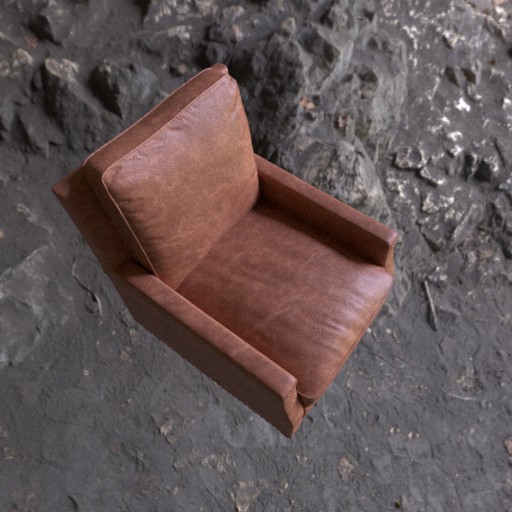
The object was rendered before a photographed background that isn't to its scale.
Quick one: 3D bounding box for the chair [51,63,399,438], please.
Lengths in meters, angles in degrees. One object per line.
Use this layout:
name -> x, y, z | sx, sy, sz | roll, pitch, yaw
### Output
chair -> 0.000, 0.000, 1.811 | 1.035, 1.054, 0.854 | 32, 62, 19
